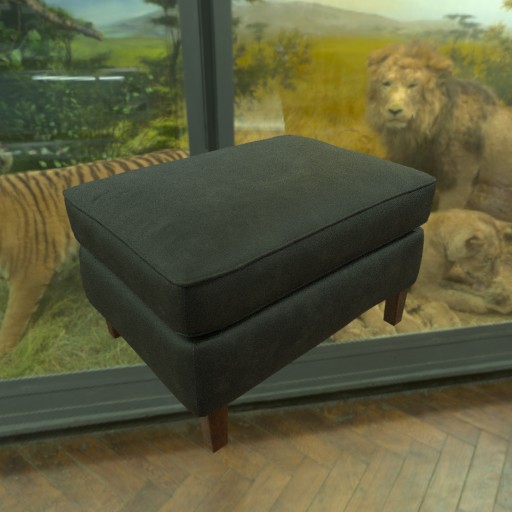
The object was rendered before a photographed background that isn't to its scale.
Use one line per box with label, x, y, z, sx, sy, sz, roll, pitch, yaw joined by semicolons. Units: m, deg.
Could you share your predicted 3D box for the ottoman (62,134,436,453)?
ottoman;0.000;0.000;1.002;0.665;0.413;0.501;-23;37;-34
